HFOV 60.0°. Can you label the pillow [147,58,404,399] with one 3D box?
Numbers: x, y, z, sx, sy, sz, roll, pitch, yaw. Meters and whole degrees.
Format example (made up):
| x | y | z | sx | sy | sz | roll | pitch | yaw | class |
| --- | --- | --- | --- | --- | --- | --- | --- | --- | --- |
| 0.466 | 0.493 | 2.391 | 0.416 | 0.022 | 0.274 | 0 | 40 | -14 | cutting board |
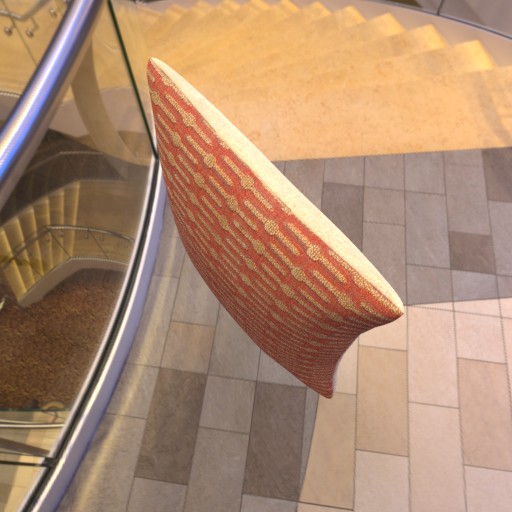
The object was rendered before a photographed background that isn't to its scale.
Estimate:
| x | y | z | sx | sy | sz | roll | pitch | yaw | class |
| --- | --- | --- | --- | --- | --- | --- | --- | --- | --- |
| 0.000 | 0.000 | 0.782 | 0.182 | 0.503 | 0.511 | -35 | 69 | -16 | pillow |
